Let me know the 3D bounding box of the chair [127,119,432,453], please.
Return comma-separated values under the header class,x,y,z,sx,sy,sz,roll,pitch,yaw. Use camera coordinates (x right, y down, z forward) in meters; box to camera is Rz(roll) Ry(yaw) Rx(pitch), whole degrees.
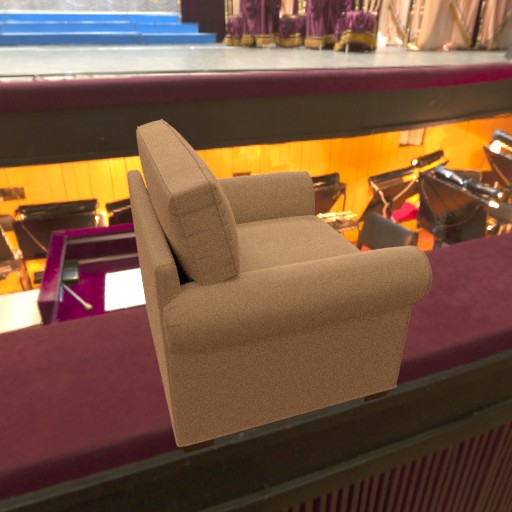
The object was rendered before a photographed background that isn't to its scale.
class,x,y,z,sx,sy,sz,roll,pitch,yaw
chair,0.000,0.000,1.755,0.863,0.955,1.040,-9,30,-17
